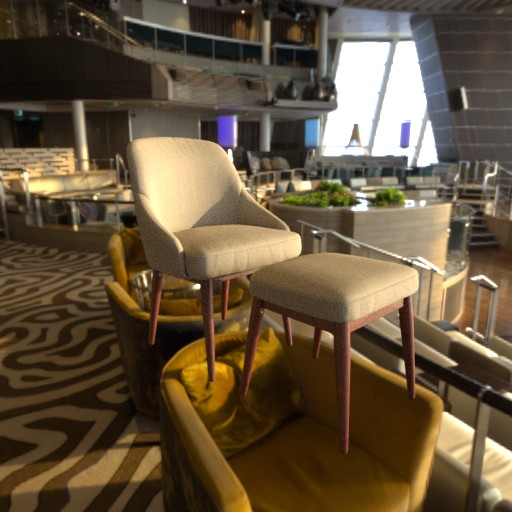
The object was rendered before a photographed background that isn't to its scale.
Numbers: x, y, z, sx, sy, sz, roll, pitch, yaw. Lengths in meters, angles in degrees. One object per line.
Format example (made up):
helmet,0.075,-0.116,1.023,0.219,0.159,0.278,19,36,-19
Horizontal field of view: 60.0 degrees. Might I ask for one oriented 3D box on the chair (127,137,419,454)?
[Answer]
chair,0.000,0.000,1.635,0.584,0.866,1.114,-13,19,-43
